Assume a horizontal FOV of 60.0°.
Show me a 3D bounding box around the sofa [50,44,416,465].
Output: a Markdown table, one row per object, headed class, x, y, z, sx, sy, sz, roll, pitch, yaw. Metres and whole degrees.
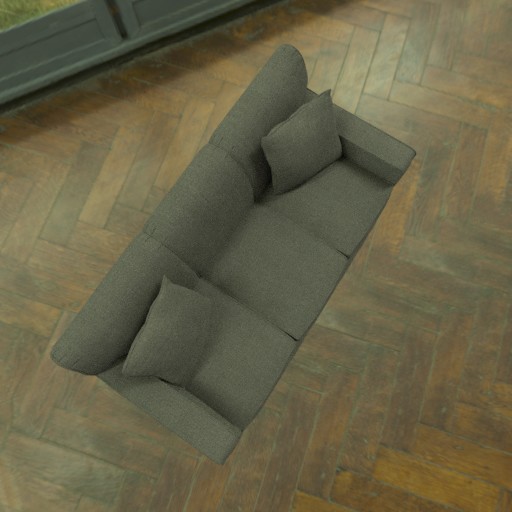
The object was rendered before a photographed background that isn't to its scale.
| class | x | y | z | sx | sy | sz | roll | pitch | yaw |
| --- | --- | --- | --- | --- | --- | --- | --- | --- | --- |
| sofa | 0.000 | 0.000 | 2.562 | 0.997 | 0.958 | 2.024 | 32 | 78 | 8 |
